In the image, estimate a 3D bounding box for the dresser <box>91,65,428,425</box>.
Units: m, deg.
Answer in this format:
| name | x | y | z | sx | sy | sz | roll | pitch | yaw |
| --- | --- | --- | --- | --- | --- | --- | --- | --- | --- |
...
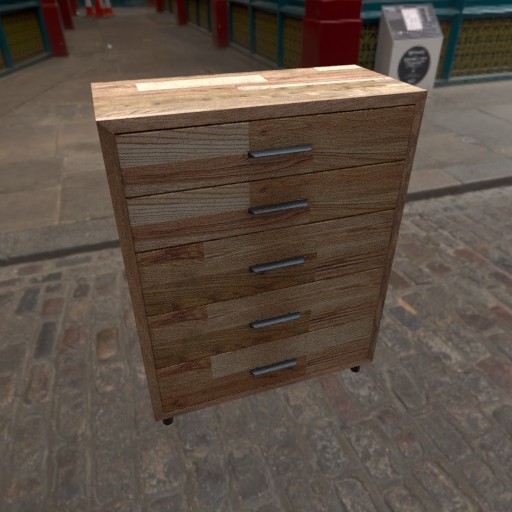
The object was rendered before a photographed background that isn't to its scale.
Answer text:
| name | x | y | z | sx | sy | sz | roll | pitch | yaw |
| --- | --- | --- | --- | --- | --- | --- | --- | --- | --- |
| dresser | 0.000 | 0.000 | 1.713 | 0.966 | 1.243 | 0.480 | -11 | 35 | -16 |
